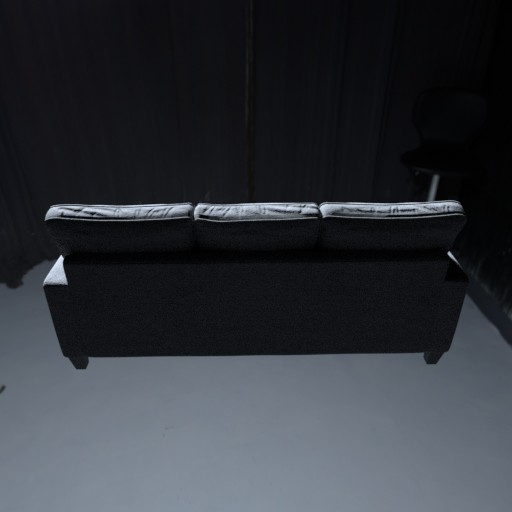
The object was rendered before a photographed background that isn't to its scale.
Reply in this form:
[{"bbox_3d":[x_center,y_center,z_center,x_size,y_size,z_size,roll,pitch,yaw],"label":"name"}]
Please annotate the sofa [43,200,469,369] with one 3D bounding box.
[{"bbox_3d":[0.000,0.000,2.646,2.158,0.965,0.951,-1,31,-1],"label":"sofa"}]
